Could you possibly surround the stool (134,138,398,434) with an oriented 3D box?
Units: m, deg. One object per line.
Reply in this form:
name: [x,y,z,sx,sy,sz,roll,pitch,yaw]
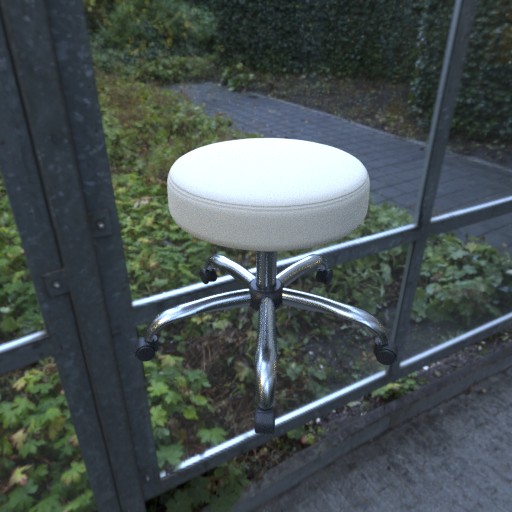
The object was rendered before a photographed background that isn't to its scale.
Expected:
stool: [0.000,0.000,1.044,0.614,0.482,0.634,-8,31,-14]
